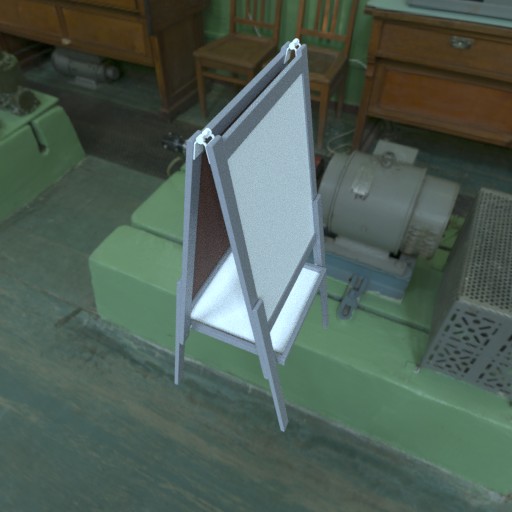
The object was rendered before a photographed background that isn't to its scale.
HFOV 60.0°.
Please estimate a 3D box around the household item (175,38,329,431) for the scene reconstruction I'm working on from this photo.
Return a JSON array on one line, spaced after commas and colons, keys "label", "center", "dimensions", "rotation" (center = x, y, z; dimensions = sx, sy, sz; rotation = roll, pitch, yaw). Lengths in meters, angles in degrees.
[{"label": "household item", "center": [0.000, 0.000, 1.437], "dimensions": [0.469, 1.172, 0.531], "rotation": [18, 49, 16]}]
